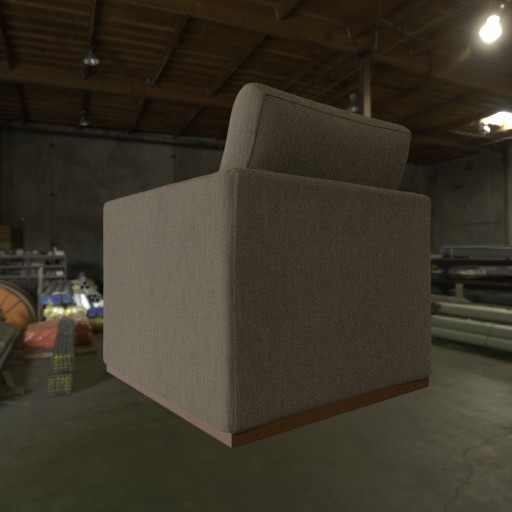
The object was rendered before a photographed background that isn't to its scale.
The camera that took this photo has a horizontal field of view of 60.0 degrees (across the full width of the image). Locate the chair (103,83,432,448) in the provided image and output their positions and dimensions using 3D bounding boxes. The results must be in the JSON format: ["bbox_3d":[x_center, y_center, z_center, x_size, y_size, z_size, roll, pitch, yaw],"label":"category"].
[{"bbox_3d":[0.000,0.000,1.466,0.763,0.811,0.834,0,0,-37],"label":"chair"}]
